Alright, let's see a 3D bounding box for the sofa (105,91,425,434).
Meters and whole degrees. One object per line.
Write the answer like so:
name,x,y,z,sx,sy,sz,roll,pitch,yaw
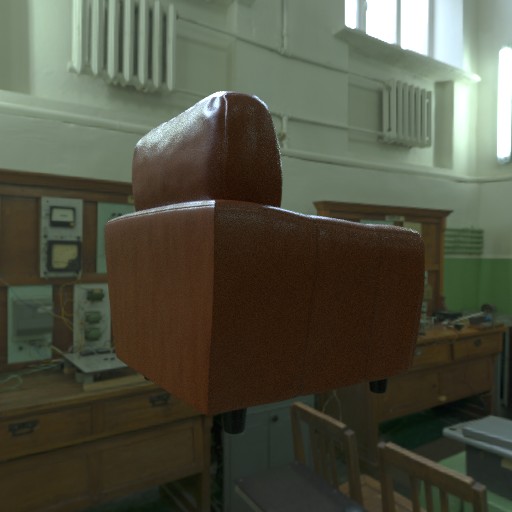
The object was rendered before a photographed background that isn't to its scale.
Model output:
sofa,0.000,0.000,1.495,0.789,0.876,0.836,0,1,-35
